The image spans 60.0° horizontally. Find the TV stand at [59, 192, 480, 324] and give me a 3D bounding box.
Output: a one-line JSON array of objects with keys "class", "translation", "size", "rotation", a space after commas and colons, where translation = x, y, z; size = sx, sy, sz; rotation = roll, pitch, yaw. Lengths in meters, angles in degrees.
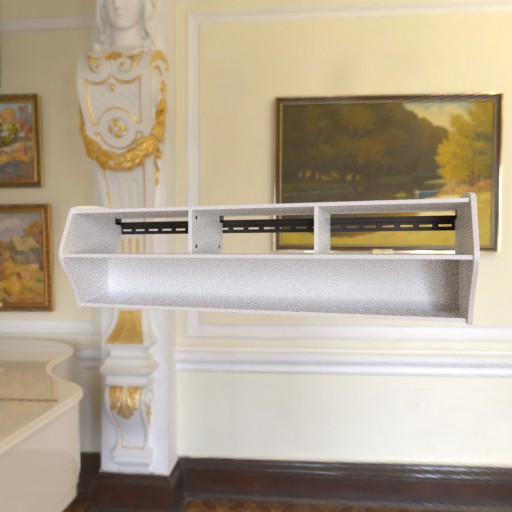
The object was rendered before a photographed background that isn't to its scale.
[{"class": "TV stand", "translation": [0.000, 0.000, 1.685], "size": [1.473, 0.424, 0.397], "rotation": [0, 1, 17]}]
